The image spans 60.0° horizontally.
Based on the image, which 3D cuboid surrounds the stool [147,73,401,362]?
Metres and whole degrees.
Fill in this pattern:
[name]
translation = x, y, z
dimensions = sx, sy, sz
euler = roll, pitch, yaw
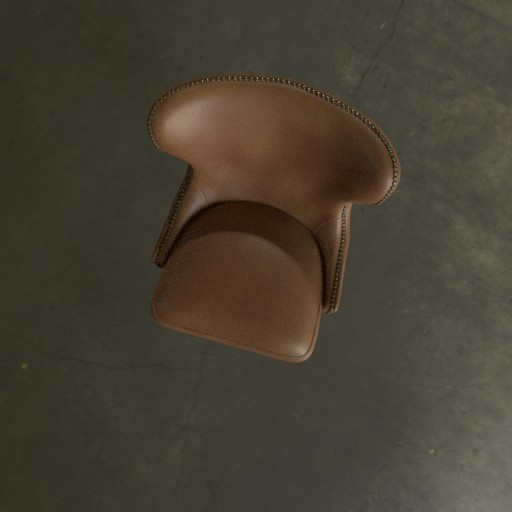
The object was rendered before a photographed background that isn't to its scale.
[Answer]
[stool]
translation = 0.000, 0.000, 1.453
dimensions = 0.591, 1.087, 0.606
euler = 15, 77, 4
